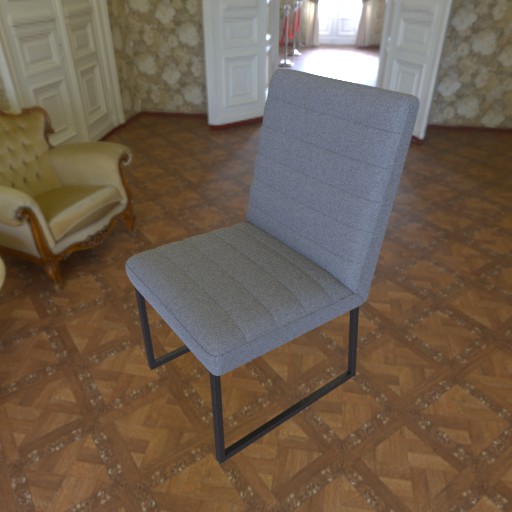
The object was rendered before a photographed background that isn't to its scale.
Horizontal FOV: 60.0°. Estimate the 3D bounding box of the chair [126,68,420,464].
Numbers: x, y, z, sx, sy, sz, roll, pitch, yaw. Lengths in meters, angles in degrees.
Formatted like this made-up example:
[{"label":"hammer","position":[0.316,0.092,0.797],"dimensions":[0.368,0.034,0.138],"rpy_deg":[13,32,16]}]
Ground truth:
[{"label":"chair","position":[0.000,0.000,1.309],"dimensions":[0.634,0.930,0.520],"rpy_deg":[-22,38,-30]}]
